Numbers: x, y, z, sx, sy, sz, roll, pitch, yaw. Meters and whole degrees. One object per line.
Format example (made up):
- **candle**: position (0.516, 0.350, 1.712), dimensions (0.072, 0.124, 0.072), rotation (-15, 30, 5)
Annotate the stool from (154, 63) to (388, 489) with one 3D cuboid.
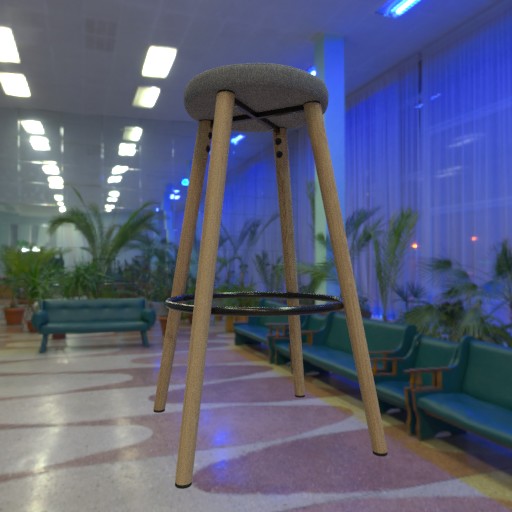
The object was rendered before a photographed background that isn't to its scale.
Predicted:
- **stool**: position (0.000, 0.000, 0.987), dimensions (0.410, 0.770, 0.410), rotation (0, -1, -18)
